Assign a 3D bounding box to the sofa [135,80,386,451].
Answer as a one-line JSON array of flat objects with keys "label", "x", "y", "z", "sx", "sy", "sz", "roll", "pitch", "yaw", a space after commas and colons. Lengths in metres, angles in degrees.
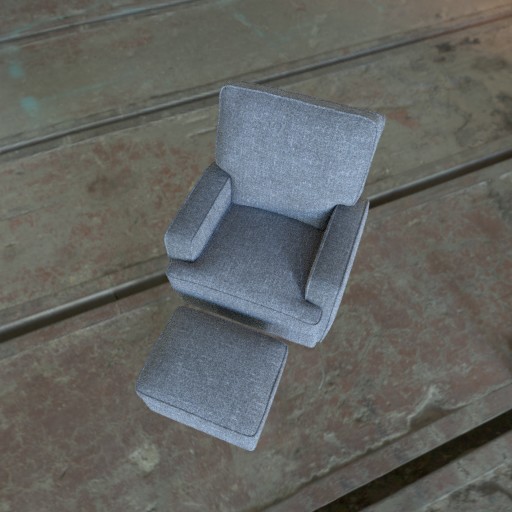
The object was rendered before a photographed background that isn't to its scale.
[{"label": "sofa", "x": 0.000, "y": 0.000, "z": 2.055, "sx": 0.861, "sy": 0.959, "sz": 1.472, "roll": 18, "pitch": 58, "yaw": 11}]
